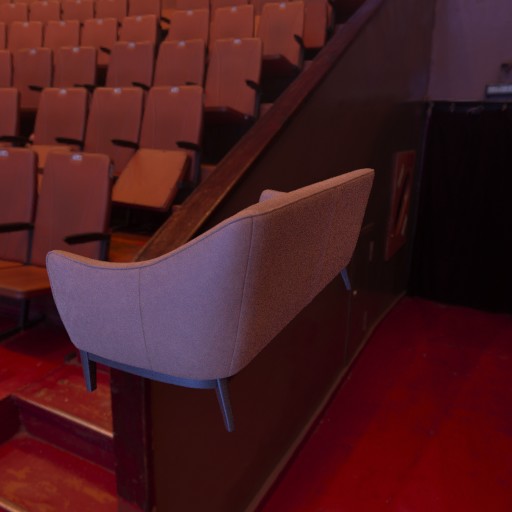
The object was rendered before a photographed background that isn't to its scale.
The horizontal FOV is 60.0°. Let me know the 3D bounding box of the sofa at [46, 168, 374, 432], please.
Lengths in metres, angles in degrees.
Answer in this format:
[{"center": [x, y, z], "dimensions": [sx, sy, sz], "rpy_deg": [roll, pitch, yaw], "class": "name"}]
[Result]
[{"center": [0.000, 0.000, 2.358], "dimensions": [0.869, 0.830, 1.928], "rpy_deg": [8, 18, 25], "class": "sofa"}]
